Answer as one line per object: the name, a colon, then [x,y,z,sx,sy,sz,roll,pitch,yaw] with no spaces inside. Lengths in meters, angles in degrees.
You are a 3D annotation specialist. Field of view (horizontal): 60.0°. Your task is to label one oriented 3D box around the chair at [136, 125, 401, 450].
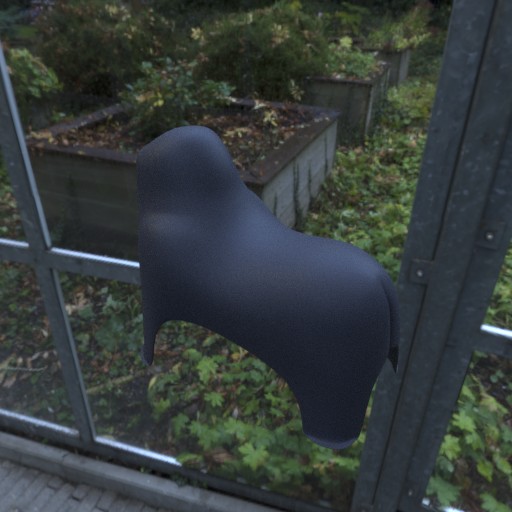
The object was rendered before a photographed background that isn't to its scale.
chair: [0.000,0.000,1.142,0.758,0.600,0.490,20,36,30]
